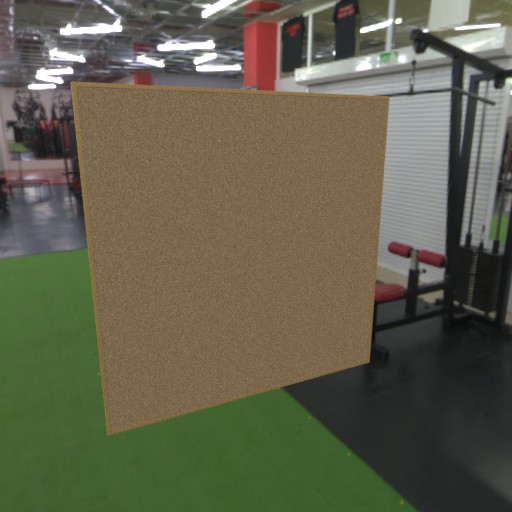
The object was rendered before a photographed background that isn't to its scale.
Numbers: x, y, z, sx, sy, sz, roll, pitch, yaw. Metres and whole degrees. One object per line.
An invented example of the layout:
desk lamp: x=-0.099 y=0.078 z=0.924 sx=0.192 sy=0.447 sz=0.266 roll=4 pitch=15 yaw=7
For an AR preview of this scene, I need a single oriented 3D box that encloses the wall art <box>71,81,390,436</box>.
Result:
wall art: x=0.000 y=0.000 z=1.366 sx=0.962 sy=0.959 sz=0.013 roll=-8 pitch=17 yaw=-25
